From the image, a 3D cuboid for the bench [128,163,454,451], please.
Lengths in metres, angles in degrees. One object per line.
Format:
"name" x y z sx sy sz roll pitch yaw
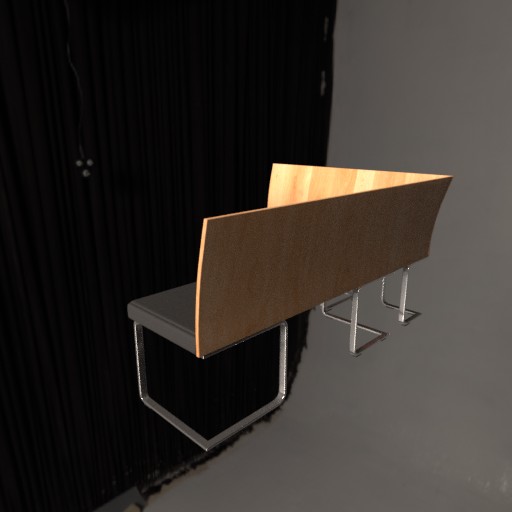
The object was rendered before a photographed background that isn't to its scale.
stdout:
"bench" 0.000 0.000 2.693 1.495 0.930 1.945 15 22 43
